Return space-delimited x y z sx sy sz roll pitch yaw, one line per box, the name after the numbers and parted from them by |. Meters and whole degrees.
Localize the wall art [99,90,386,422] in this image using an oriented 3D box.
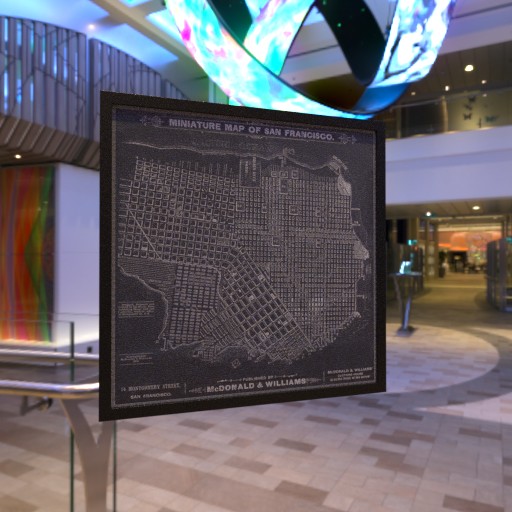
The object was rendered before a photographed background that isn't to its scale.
0.000 0.000 1.211 0.807 0.807 0.022 0 -1 -18 | wall art
